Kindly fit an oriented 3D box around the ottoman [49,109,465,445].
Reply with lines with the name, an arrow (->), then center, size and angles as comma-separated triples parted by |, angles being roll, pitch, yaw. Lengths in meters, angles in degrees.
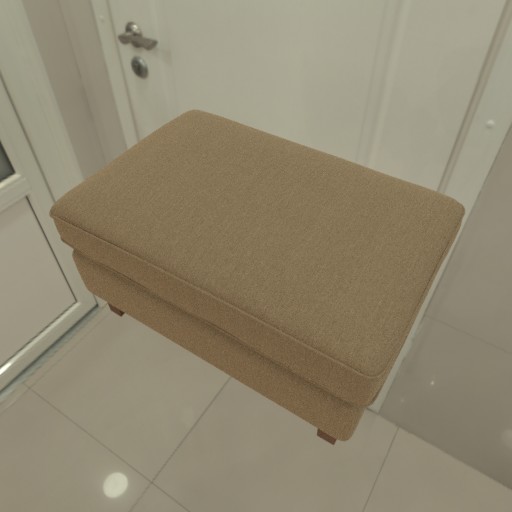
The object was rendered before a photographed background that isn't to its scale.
ottoman -> 0.000, 0.000, 1.298 | 0.945, 0.521, 0.636 | 25, 51, 22
